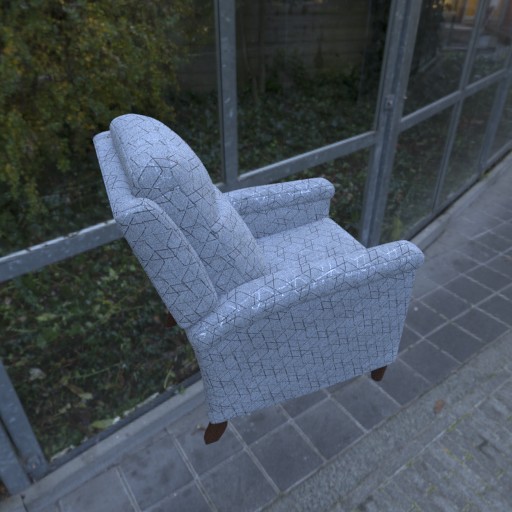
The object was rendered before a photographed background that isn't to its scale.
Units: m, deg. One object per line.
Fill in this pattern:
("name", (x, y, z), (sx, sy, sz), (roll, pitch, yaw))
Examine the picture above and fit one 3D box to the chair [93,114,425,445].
("chair", (0.000, 0.000, 1.692), (0.987, 1.048, 0.753), (-12, 34, -18))
